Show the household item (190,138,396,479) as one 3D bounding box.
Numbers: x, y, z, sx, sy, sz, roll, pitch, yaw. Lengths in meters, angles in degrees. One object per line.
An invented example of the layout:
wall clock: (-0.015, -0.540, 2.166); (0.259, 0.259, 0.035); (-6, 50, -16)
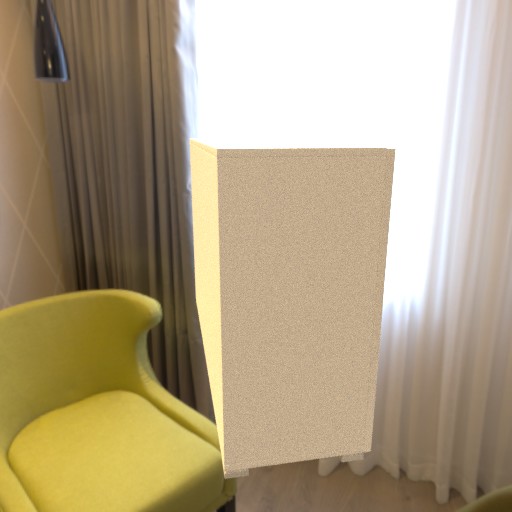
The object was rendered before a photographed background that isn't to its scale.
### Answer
household item: (0.000, 0.000, 1.730); (0.420, 0.867, 1.300); (-3, 16, -10)
